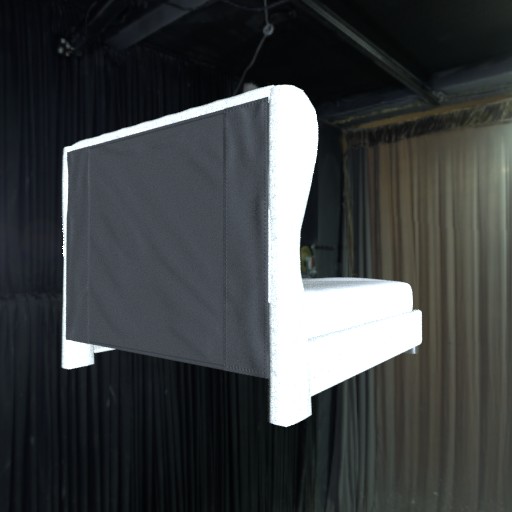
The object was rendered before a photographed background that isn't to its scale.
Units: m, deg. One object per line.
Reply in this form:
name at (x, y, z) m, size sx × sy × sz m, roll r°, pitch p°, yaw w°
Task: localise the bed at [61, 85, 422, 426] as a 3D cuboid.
bed at (0.000, 0.000, 3.816) m, size 2.219 × 1.771 × 2.347 m, roll -1°, pitch -1°, yaw 37°
